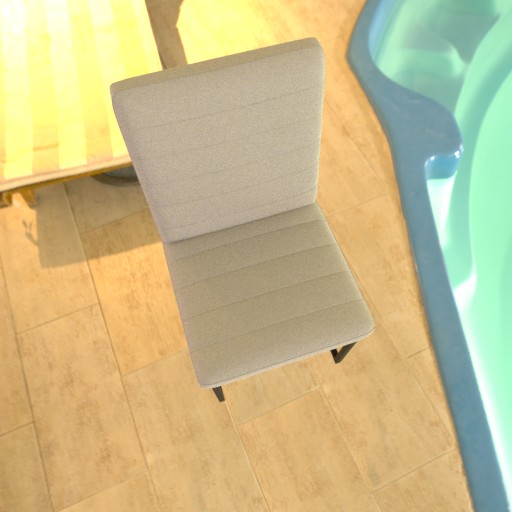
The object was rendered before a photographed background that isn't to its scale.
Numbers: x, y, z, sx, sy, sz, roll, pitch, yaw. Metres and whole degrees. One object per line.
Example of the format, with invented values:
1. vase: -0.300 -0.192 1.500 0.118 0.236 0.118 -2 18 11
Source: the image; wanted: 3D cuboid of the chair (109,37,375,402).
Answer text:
1. chair: 0.000 0.000 1.309 0.520 0.930 0.634 -16 66 -8
